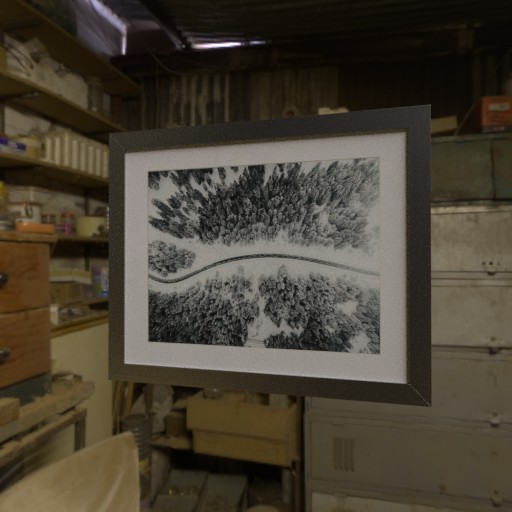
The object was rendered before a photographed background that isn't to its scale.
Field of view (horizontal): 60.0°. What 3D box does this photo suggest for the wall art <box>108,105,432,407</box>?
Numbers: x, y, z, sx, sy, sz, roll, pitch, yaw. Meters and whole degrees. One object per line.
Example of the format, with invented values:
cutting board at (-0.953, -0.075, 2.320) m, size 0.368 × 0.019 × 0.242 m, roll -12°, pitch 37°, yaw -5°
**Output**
wall art at (0.000, 0.000, 0.759) m, size 0.557 × 0.456 × 0.032 m, roll 0°, pitch -1°, yaw 16°
